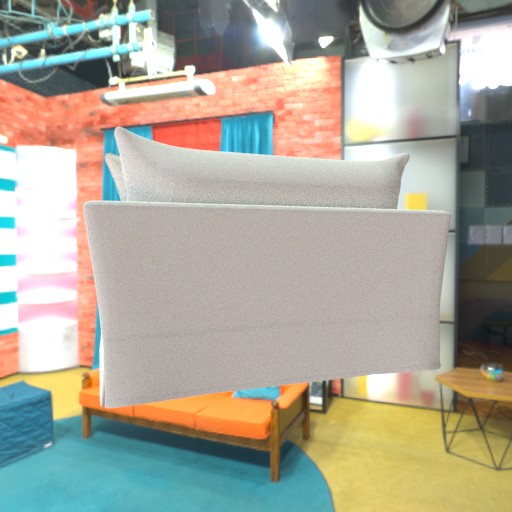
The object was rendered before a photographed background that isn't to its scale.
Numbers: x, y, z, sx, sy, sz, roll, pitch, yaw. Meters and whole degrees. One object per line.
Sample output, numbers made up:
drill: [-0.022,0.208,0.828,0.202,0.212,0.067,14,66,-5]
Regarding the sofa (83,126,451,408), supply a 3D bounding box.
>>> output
sofa: [0.000,0.000,2.258,1.608,1.039,1.026,-1,2,-20]
